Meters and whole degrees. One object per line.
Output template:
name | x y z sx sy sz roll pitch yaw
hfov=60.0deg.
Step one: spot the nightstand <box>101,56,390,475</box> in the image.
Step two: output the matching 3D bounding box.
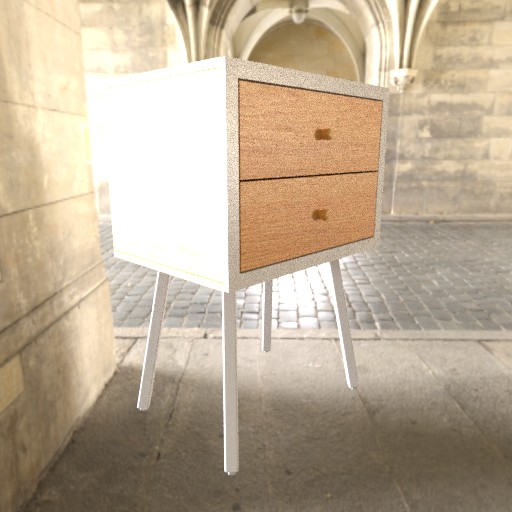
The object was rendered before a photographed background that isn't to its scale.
nightstand | 0.000 0.000 0.826 0.316 0.601 0.400 13 19 42
